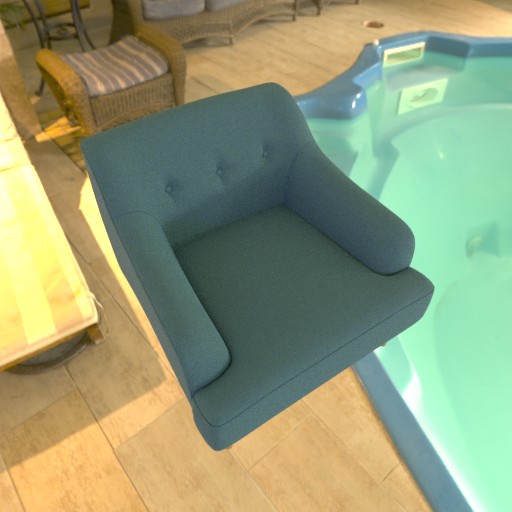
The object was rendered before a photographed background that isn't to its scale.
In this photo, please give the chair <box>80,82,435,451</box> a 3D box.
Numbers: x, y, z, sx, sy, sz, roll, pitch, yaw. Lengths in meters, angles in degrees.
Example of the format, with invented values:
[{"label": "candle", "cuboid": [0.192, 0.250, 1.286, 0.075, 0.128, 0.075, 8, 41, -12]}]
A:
[{"label": "chair", "cuboid": [0.000, 0.000, 1.633, 0.946, 0.818, 0.951, -26, 51, -23]}]
